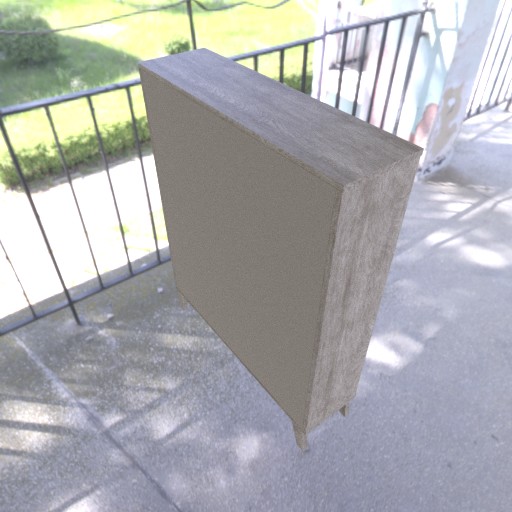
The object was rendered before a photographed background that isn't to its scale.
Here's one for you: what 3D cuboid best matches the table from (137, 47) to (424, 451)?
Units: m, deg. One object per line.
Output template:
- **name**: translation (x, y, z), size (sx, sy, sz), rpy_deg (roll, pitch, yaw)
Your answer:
- **table**: translation (0.000, 0.000, 1.565), size (0.256, 1.135, 0.902), rpy_deg (-27, 48, -27)
